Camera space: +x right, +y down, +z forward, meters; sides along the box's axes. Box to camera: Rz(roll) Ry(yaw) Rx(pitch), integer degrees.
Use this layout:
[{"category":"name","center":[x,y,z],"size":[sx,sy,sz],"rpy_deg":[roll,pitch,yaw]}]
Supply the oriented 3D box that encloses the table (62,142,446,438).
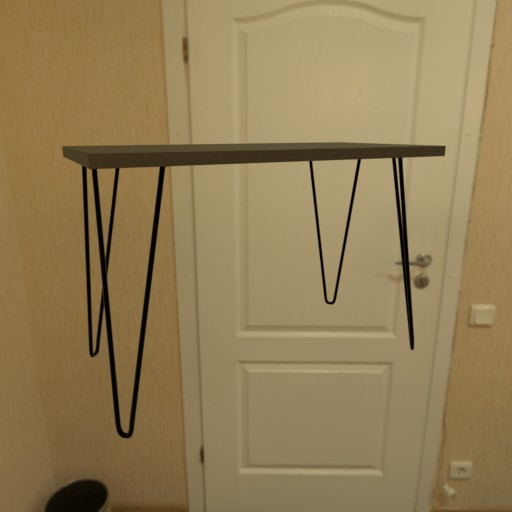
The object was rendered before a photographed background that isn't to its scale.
[{"category":"table","center":[0.000,0.000,1.370],"size":[0.991,0.660,0.499],"rpy_deg":[-8,18,-27]}]
